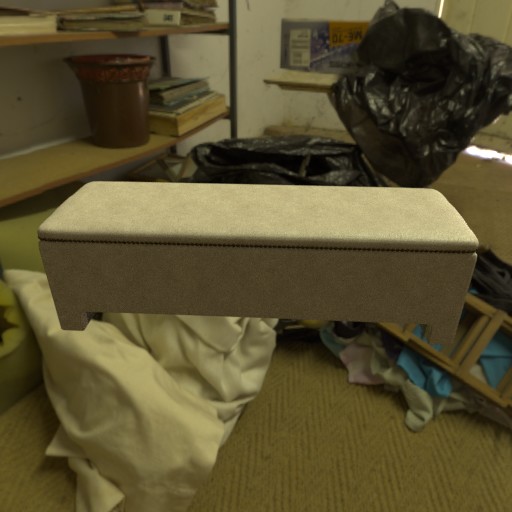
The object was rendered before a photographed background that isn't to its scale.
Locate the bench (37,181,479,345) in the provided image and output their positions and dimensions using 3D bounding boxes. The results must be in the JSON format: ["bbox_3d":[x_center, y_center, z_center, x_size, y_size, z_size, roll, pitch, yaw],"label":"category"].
[{"bbox_3d":[0.000,0.000,1.741,1.482,0.447,0.470,2,30,3],"label":"bench"}]
